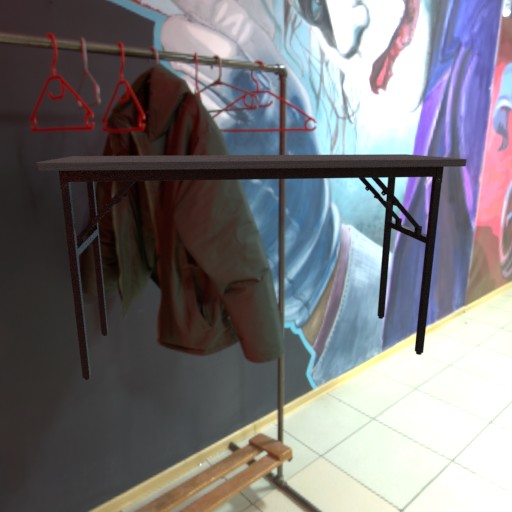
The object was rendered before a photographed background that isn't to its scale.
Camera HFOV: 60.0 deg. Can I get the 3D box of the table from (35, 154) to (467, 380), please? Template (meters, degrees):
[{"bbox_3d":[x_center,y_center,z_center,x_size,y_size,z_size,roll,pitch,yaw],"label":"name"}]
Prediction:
[{"bbox_3d":[0.000,0.000,1.729,1.399,0.750,0.449,-2,15,-8],"label":"table"}]
